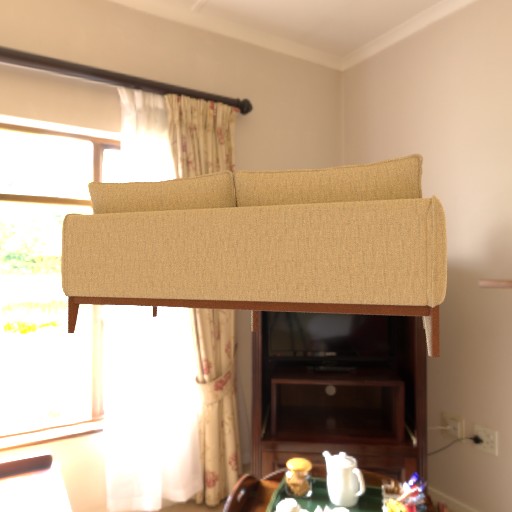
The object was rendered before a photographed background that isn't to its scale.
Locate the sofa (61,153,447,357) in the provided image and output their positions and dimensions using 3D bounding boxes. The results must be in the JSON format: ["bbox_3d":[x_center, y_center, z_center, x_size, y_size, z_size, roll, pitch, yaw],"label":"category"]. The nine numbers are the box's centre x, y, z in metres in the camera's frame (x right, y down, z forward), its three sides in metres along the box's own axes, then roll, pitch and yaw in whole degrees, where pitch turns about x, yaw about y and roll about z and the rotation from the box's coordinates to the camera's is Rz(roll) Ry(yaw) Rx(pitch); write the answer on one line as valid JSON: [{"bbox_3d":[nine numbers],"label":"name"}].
[{"bbox_3d":[0.000,0.000,2.556,1.989,0.860,0.991,0,-1,20],"label":"sofa"}]
